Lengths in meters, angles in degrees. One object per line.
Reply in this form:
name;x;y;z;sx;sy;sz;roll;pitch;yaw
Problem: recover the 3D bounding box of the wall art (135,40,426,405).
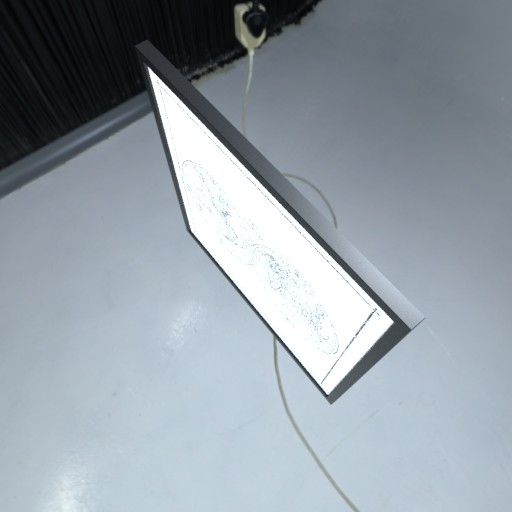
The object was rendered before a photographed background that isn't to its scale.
wall art;0.000;0.000;1.135;0.031;0.775;0.773;-35;69;-16
